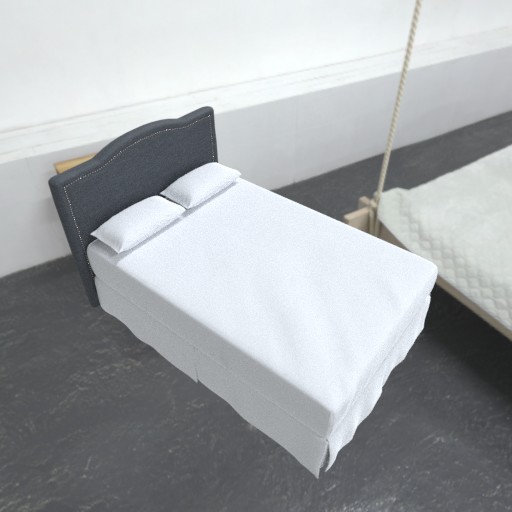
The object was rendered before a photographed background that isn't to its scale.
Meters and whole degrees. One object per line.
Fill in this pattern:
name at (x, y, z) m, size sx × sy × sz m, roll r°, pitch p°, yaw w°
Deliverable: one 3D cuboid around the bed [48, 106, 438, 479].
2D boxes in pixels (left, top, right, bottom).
bed at (0.000, 0.000, 3.509) m, size 2.507 × 1.441 × 1.747 m, roll 28°, pitch 49°, yaw 28°
